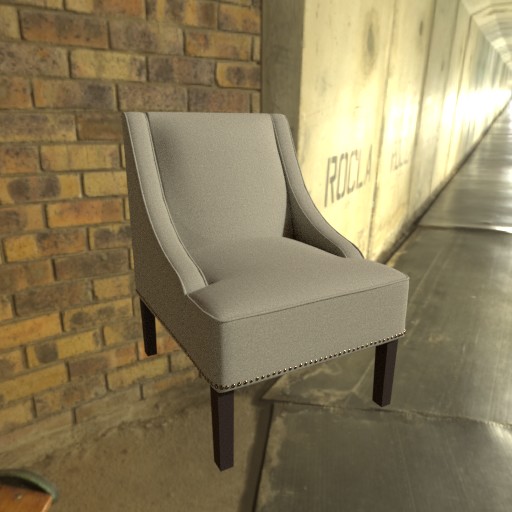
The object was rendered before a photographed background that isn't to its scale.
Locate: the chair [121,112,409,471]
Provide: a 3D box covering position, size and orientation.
[{"bbox_3d":[0.000,0.000,1.383,0.610,0.864,0.737,-9,19,-28],"label":"chair"}]
